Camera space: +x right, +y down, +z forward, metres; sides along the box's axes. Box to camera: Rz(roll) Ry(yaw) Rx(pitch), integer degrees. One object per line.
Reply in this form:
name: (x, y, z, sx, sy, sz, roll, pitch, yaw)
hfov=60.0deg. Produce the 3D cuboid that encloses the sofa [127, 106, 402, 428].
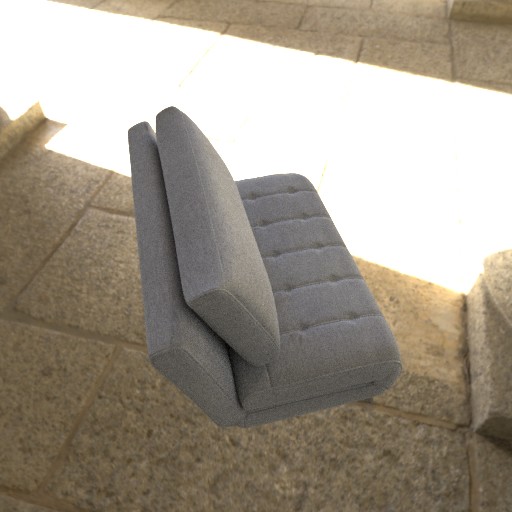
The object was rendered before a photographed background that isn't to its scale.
sofa: (0.000, 0.000, 1.926, 0.910, 0.910, 1.220, -10, 48, -9)
